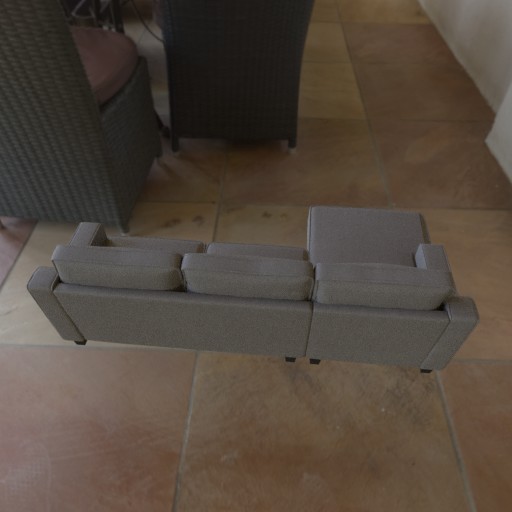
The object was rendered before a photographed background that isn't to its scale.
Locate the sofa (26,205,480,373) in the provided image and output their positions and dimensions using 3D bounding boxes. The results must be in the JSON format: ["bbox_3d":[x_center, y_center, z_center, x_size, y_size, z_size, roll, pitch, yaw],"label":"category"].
[{"bbox_3d":[0.000,0.000,3.117,2.561,0.928,1.294,4,46,4],"label":"sofa"}]
